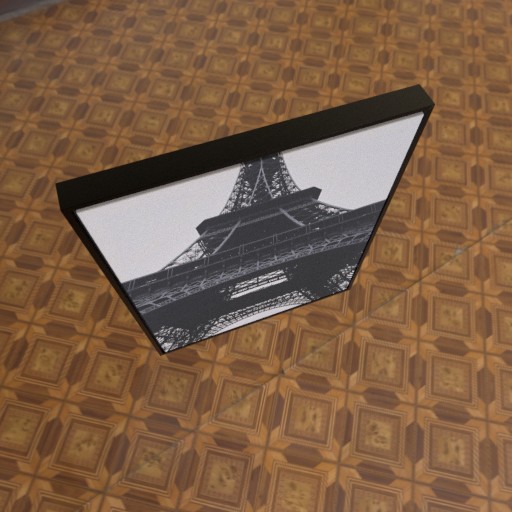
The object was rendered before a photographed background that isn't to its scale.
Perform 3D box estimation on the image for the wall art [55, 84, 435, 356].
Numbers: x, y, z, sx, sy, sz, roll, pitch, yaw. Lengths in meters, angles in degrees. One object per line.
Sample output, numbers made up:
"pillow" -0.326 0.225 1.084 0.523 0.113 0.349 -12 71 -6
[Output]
"wall art" 0.000 0.000 0.753 0.451 0.553 0.039 -18 63 -9
